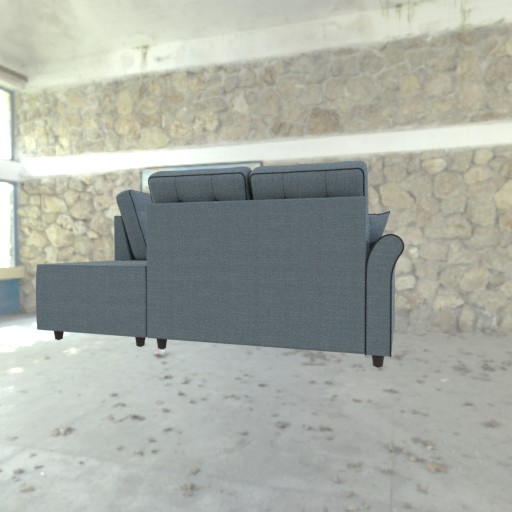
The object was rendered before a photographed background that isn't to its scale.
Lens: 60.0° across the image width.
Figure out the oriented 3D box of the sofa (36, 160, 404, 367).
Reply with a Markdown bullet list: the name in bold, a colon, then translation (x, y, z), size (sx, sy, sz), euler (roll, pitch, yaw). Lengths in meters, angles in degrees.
- **sofa**: translation (0.000, 0.000, 3.269), size (2.068, 0.988, 2.070), euler (0, 1, 18)
